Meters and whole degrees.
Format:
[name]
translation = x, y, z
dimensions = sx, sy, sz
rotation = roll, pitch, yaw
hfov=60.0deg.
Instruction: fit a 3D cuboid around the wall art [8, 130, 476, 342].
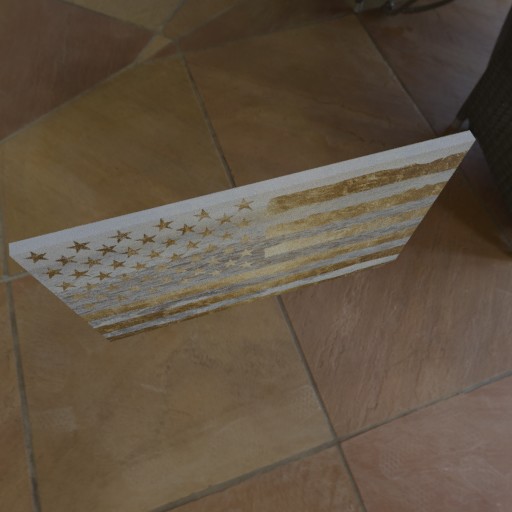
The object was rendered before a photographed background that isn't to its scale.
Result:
[wall art]
translation = 0.000, 0.000, 1.133
dimensions = 0.932, 0.610, 0.027
rotation = -15, 65, -7
